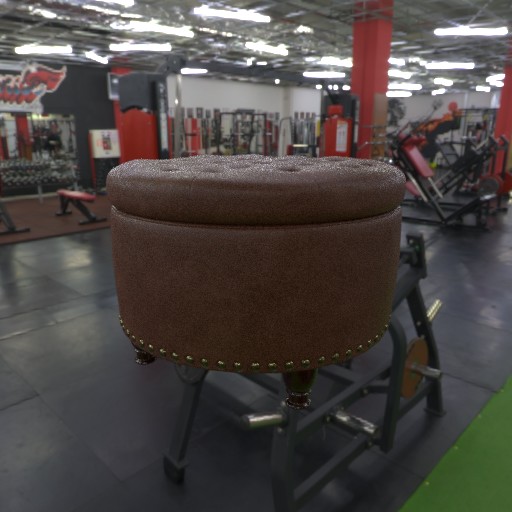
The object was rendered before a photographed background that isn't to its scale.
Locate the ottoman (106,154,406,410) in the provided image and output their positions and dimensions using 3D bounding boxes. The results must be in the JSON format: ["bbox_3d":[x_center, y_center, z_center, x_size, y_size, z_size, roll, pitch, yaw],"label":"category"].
[{"bbox_3d":[0.000,0.000,1.035,0.637,0.442,0.637,0,15,0],"label":"ottoman"}]
